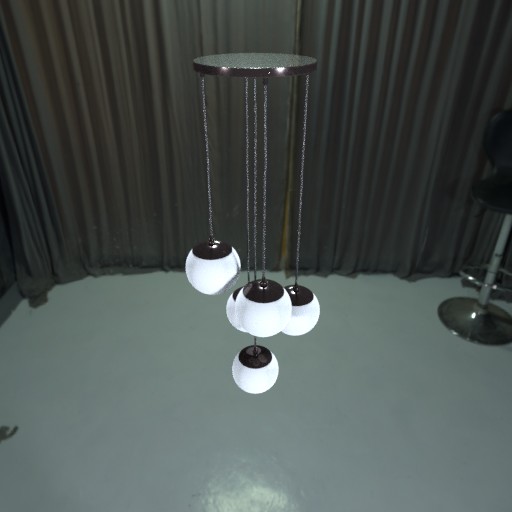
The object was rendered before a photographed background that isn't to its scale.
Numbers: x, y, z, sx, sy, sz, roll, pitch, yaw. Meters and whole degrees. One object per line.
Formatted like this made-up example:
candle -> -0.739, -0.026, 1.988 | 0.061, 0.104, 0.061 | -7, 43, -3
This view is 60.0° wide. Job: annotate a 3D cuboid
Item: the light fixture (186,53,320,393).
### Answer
light fixture -> 0.000, 0.000, 1.558 | 0.489, 1.271, 0.484 | 0, 30, -1
